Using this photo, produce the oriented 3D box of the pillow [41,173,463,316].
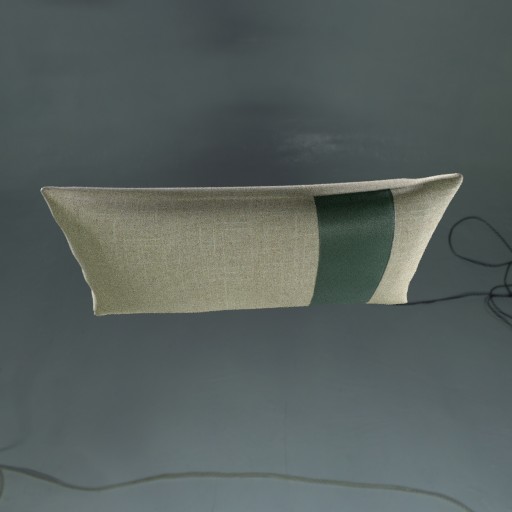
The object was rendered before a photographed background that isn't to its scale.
[{"bbox_3d":[0.000,0.000,1.048,0.859,0.429,0.197,-2,46,-2],"label":"pillow"}]
